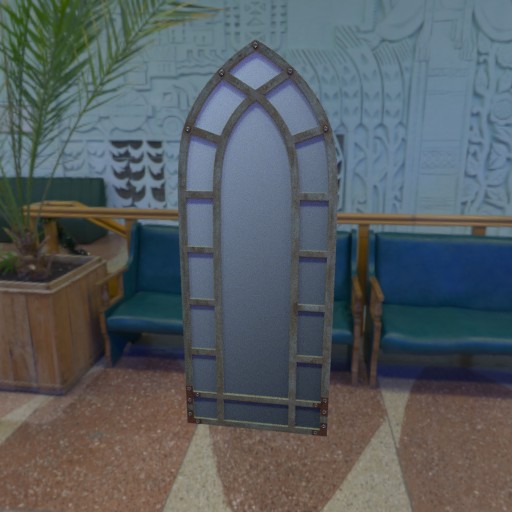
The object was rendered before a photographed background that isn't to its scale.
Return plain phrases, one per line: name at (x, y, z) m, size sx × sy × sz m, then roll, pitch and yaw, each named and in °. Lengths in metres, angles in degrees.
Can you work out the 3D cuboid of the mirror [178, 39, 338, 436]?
mirror at (0.000, 0.000, 1.315) m, size 0.464 × 1.175 × 0.025 m, roll 2°, pitch 15°, yaw 9°
